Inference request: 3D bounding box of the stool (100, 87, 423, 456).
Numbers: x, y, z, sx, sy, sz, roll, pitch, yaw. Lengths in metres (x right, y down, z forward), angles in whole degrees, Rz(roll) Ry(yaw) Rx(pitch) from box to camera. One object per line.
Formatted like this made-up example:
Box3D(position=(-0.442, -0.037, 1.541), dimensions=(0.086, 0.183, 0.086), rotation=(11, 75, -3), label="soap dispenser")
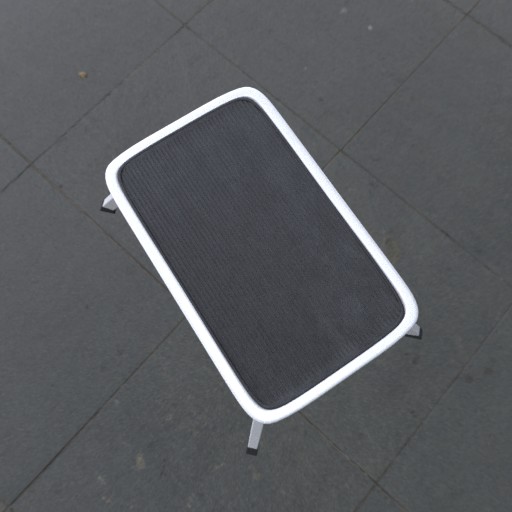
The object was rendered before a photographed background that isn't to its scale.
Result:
Box3D(position=(0.000, 0.000, 0.619), dimensions=(0.320, 0.170, 0.460), rotation=(-32, 79, -7), label="stool")
